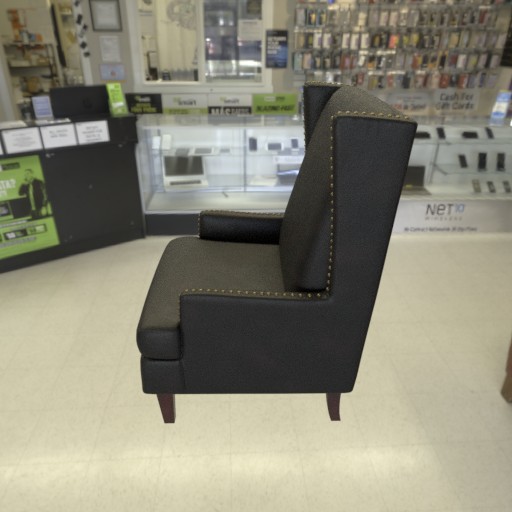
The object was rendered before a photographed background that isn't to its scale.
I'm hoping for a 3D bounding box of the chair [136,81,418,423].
[{"bbox_3d":[0.000,0.000,1.641,0.799,1.142,0.703,-1,28,-1],"label":"chair"}]
